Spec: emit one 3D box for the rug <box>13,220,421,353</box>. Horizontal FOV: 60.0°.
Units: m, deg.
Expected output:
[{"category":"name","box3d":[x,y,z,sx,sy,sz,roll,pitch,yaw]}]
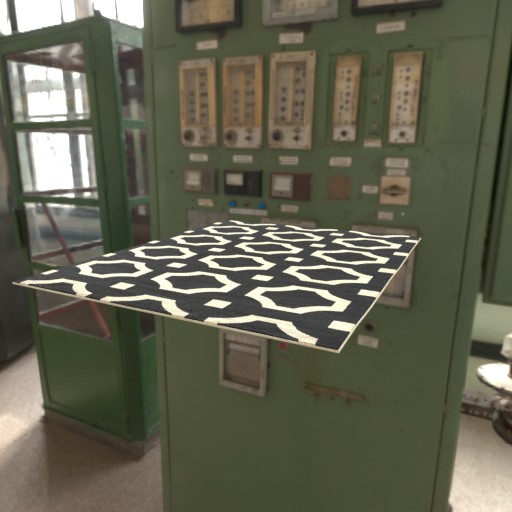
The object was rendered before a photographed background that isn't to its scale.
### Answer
[{"category":"rug","box3d":[0.000,0.000,4.024,2.466,0.021,3.049,7,16,26]}]
